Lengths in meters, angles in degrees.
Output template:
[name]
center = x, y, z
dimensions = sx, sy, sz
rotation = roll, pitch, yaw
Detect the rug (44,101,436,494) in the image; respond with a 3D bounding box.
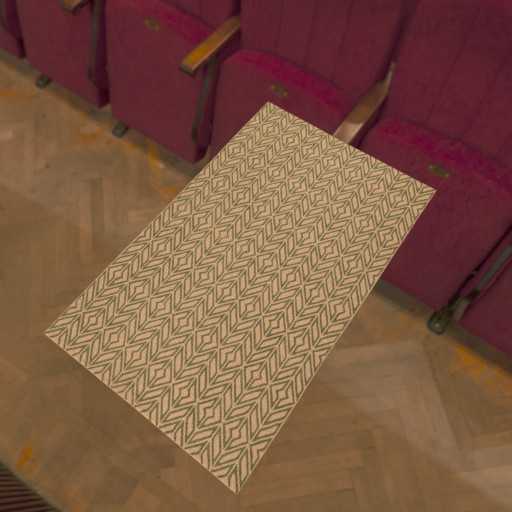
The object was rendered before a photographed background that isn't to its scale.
[rug]
center = 0.000, 0.000, 3.017
dimensions = 1.517, 0.011, 2.435
rotation = 33, 68, 15
